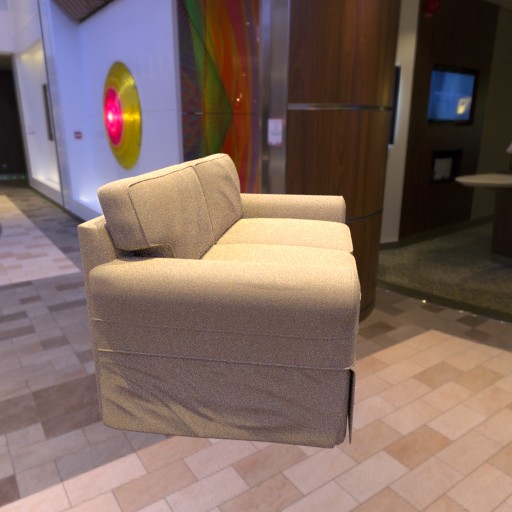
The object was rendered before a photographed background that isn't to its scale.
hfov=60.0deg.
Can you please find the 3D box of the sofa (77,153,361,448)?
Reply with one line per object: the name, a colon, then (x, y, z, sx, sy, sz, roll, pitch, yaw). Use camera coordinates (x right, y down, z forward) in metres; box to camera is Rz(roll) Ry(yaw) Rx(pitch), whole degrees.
sofa: (0.000, 0.000, 2.300, 0.991, 0.940, 1.727, 3, 17, 9)
